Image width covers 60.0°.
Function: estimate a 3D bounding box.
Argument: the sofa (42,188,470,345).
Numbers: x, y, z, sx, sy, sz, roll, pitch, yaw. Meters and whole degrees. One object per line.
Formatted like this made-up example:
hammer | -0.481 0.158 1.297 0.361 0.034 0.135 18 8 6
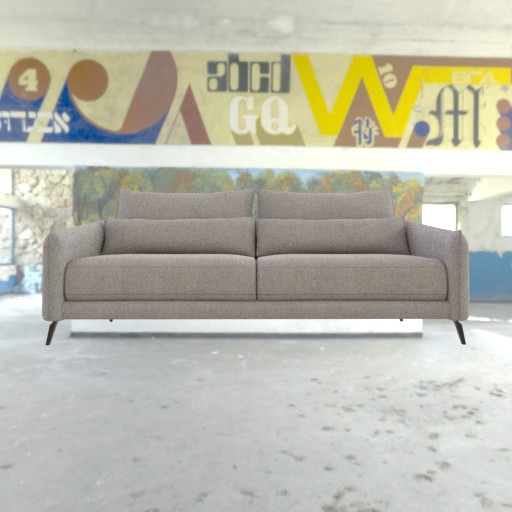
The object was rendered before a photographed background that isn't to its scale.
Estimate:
sofa | 0.000 0.000 2.450 2.022 0.833 0.809 0 1 0
